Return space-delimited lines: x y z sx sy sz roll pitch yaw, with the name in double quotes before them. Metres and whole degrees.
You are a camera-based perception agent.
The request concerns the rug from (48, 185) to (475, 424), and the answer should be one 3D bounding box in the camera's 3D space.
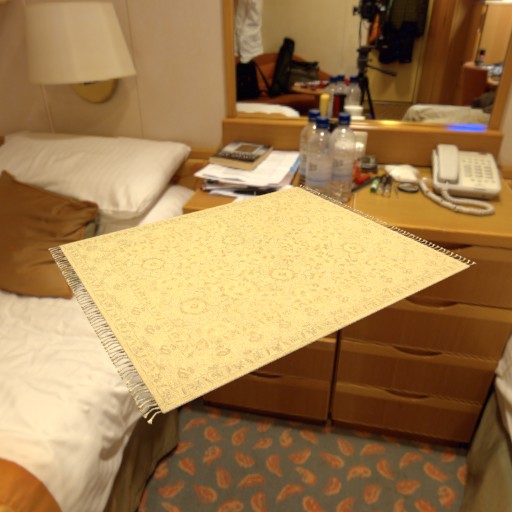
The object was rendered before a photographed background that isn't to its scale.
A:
"rug" 0.000 0.000 3.989 3.043 0.013 2.444 -18 34 -29
